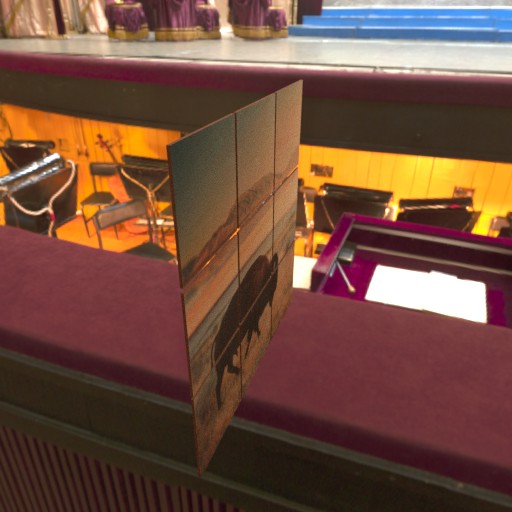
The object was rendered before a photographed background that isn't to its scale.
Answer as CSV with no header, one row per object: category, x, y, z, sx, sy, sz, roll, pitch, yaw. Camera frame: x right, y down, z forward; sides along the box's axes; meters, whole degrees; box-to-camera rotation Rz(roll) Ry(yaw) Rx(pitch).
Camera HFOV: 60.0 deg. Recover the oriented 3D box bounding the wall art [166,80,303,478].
wall art,0.000,0.000,2.298,0.019,1.532,1.533,10,30,17
